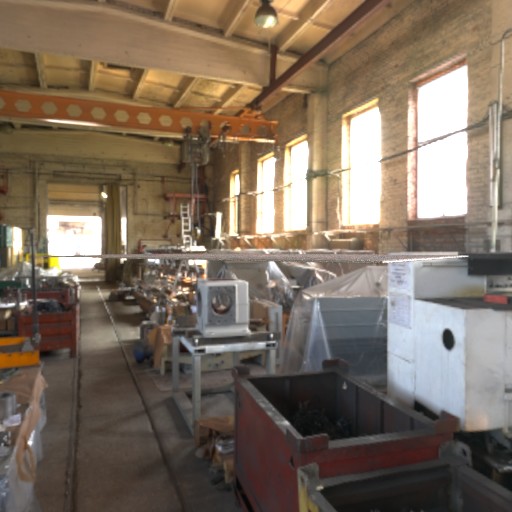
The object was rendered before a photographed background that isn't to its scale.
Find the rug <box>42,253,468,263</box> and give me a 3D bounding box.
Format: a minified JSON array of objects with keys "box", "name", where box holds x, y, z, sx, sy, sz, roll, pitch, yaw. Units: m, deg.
[{"box":[0.000,0.000,2.833,2.214,0.013,1.609,1,1,35],"name":"rug"}]
